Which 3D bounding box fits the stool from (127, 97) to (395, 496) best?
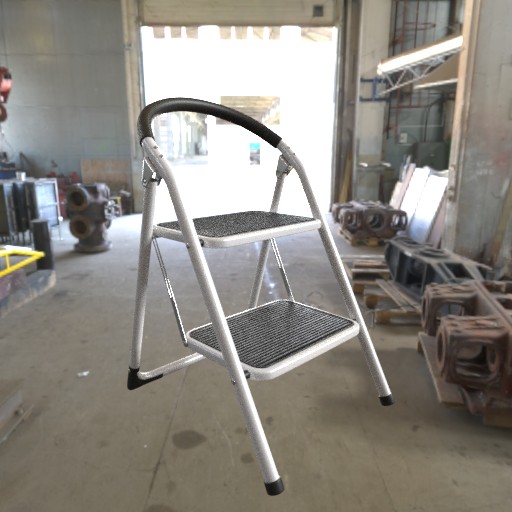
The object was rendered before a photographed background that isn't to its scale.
[{"bbox_3d":[0.000,0.000,1.066,0.453,0.760,0.559,-13,19,-43],"label":"stool"}]
